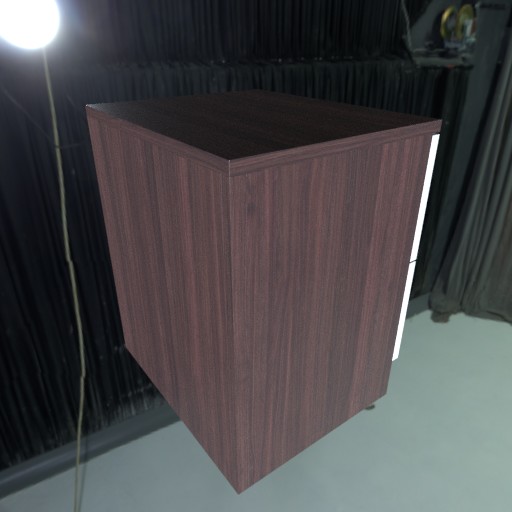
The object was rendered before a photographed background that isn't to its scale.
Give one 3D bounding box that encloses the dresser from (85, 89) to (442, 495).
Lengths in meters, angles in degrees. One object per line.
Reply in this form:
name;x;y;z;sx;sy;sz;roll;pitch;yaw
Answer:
dresser;0.000;0.000;0.745;0.360;0.470;0.400;-19;33;-32
